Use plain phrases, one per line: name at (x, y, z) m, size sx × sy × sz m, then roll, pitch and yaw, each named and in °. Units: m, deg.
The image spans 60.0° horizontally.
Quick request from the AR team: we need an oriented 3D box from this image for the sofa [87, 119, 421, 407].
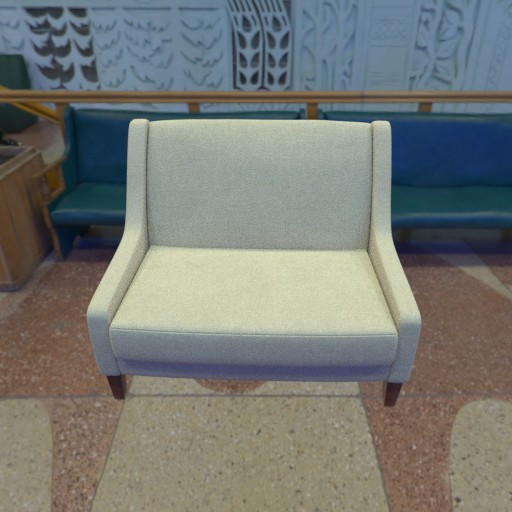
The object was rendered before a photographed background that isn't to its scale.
sofa at (0.000, 0.000, 1.924) m, size 1.212 × 0.976 × 0.946 m, roll 1°, pitch 30°, yaw 2°
